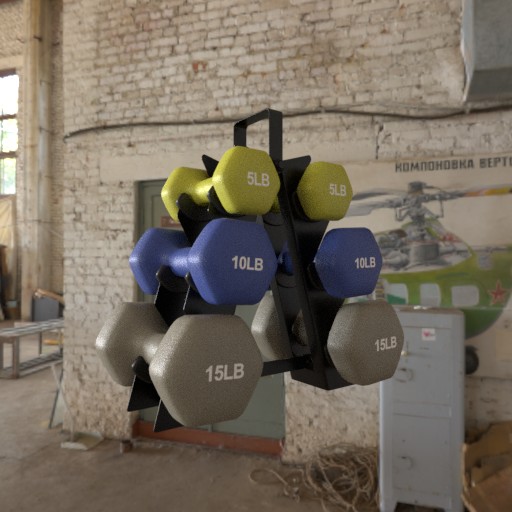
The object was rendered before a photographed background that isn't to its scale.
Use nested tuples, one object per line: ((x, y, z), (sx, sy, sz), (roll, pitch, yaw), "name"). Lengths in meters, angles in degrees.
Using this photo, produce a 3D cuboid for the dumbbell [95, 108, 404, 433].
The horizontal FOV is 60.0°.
((0.000, 0.000, 0.676), (0.416, 0.426, 0.261), (0, -1, -36), "dumbbell")
